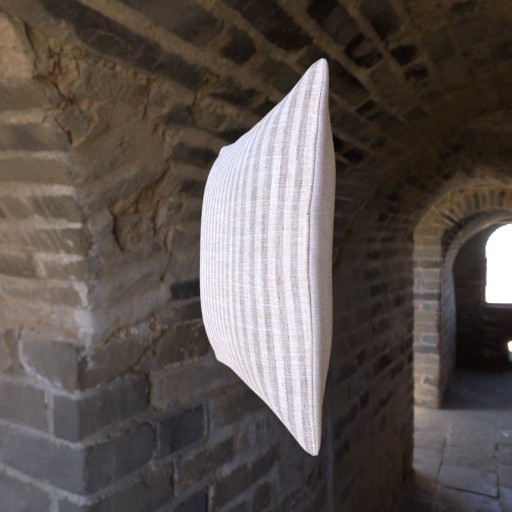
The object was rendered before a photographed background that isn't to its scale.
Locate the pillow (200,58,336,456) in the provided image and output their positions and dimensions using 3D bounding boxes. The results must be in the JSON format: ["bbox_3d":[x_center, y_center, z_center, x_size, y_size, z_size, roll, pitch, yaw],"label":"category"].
[{"bbox_3d":[0.000,0.000,0.812,0.166,0.510,0.523,0,1,-18],"label":"pillow"}]
